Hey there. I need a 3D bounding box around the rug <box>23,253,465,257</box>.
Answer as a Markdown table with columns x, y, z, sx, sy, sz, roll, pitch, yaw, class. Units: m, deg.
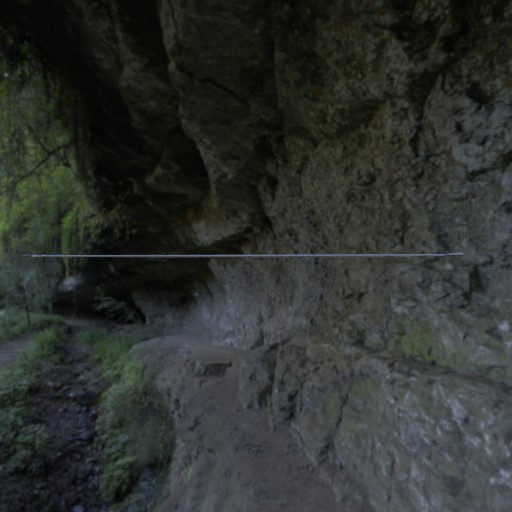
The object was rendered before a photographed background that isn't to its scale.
| x | y | z | sx | sy | sz | roll | pitch | yaw | class |
| --- | --- | --- | --- | --- | --- | --- | --- | --- | --- |
| 0.000 | 0.000 | 3.776 | 3.040 | 0.017 | 2.030 | 0 | 0 | 19 | rug |
